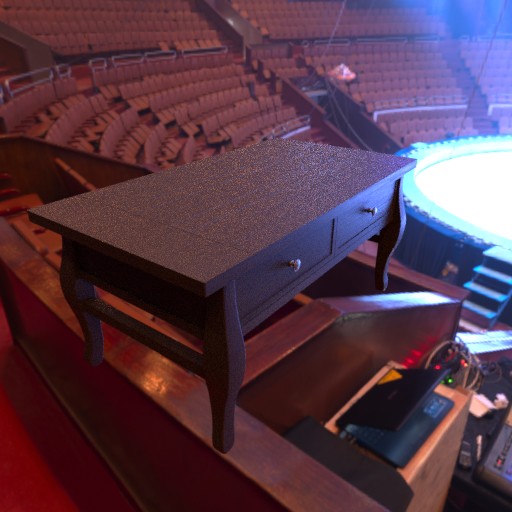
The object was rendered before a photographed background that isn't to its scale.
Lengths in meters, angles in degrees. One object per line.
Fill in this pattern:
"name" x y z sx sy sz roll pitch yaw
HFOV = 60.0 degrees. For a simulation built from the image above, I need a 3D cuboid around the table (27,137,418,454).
"table" 0.000 0.000 1.399 0.600 0.494 1.062 19 32 33
